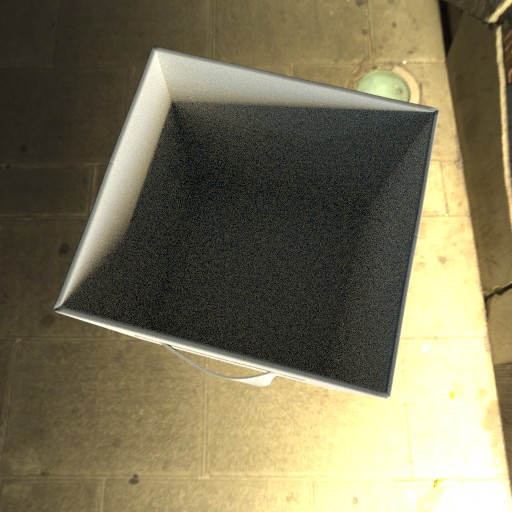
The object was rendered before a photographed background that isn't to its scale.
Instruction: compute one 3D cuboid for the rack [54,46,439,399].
[{"bbox_3d":[0.000,0.000,0.498,0.270,0.280,0.270,14,75,4],"label":"rack"}]
